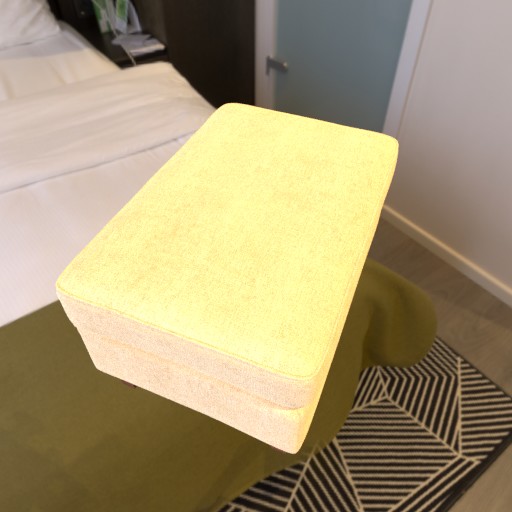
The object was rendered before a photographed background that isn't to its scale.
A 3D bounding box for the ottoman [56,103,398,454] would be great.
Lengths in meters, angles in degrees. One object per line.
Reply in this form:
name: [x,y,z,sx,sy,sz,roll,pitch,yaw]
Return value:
ottoman: [0.000,0.000,1.243,0.583,0.484,0.862,17,48,15]
